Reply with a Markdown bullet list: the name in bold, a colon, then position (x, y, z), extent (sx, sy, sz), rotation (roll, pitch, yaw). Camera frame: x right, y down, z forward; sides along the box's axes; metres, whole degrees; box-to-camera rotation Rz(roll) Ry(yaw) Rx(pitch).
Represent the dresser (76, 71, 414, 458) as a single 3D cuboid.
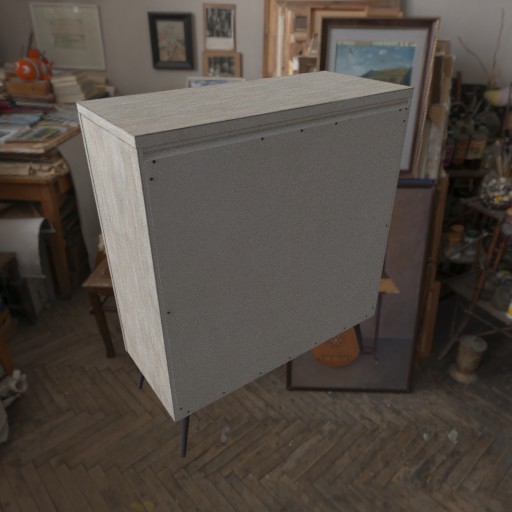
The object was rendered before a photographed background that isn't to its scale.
- **dresser**: position (0.000, 0.000, 1.743), extent (1.016, 1.219, 0.457), rotation (-20, 37, -30)
